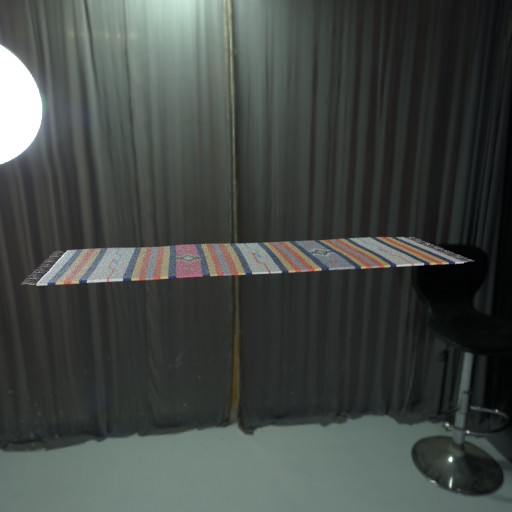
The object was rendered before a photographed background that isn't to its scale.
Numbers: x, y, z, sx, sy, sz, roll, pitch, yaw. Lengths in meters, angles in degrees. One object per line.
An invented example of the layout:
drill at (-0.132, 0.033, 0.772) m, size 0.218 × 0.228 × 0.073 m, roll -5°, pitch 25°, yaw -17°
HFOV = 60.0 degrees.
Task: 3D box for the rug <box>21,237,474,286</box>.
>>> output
rug at (0.000, 0.000, 2.670) m, size 2.455 × 0.017 × 0.695 m, roll -3°, pitch 15°, yaw -10°
